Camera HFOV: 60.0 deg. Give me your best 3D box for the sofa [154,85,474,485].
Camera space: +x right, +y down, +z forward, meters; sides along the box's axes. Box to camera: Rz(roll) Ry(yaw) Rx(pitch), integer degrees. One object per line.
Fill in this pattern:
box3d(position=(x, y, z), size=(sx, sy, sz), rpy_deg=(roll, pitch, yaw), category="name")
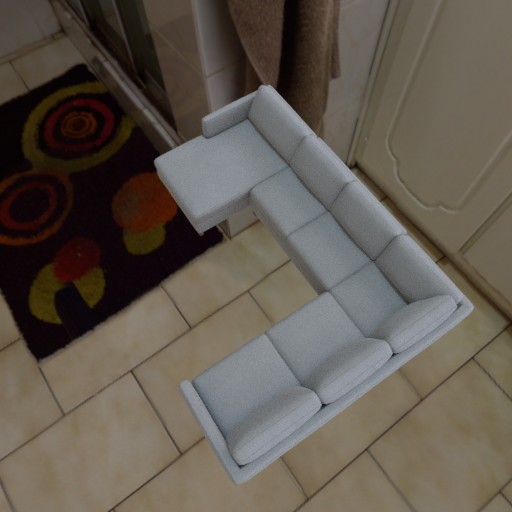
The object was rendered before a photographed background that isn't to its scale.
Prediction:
box3d(position=(0.000, 0.000, 4.398), size=(2.551, 0.853, 3.238), rpy_deg=(-31, 68, -14), category="sofa")
